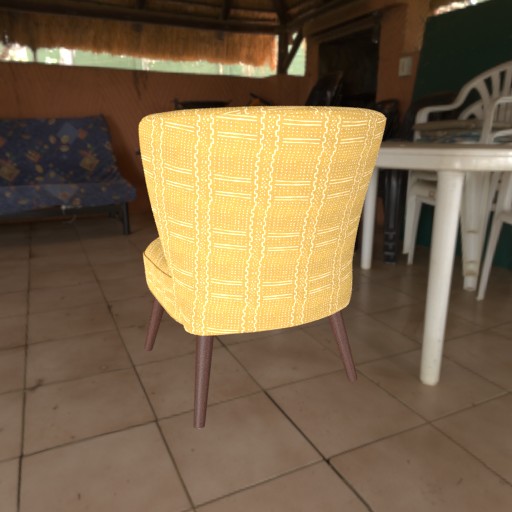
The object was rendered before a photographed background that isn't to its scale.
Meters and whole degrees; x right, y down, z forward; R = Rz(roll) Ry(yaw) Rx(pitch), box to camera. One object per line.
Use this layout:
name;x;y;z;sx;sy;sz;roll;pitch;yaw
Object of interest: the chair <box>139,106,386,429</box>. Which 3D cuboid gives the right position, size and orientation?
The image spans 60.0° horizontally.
chair;0.000;0.000;1.404;0.706;0.866;0.758;-8;17;-26
